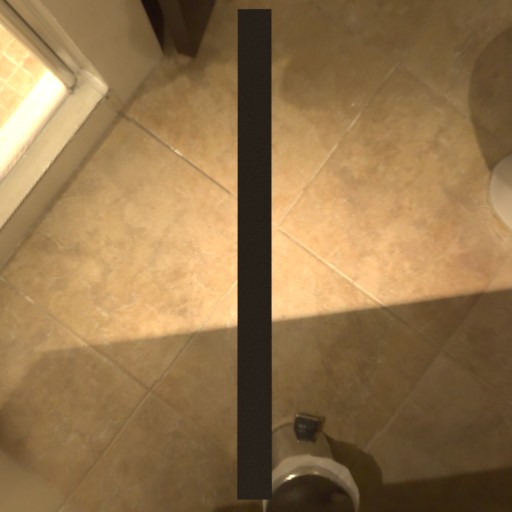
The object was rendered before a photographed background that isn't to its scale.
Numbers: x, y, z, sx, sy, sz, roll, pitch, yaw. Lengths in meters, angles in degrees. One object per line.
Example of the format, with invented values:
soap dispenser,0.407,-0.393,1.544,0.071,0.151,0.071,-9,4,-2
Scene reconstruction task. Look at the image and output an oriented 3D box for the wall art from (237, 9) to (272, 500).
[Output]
wall art,0.000,0.000,0.521,0.028,0.325,0.397,0,89,0
